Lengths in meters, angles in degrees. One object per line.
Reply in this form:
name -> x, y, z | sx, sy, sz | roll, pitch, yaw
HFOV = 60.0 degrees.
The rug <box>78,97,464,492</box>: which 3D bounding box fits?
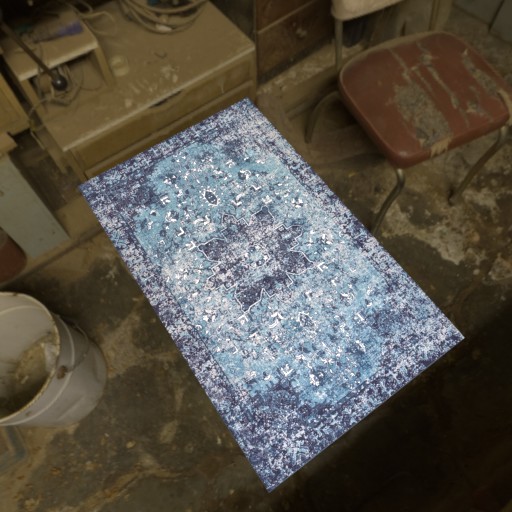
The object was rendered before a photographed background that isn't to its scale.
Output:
rug -> 0.000, 0.000, 3.039 | 1.525, 0.007, 2.440 | -32, 69, -14
